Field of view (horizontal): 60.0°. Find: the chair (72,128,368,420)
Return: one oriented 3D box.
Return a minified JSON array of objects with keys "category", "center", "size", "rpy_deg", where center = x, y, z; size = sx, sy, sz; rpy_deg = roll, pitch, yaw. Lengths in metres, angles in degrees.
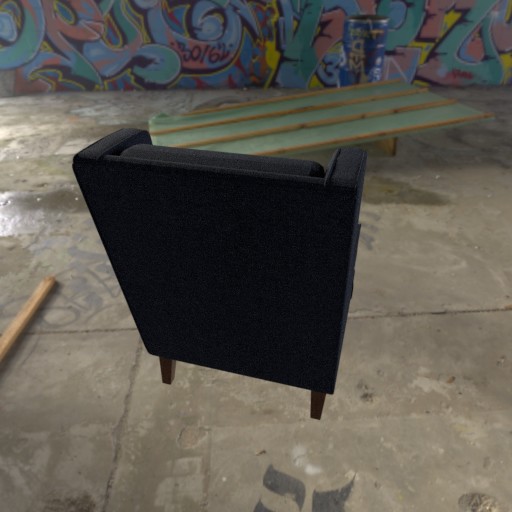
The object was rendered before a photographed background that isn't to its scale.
[{"category":"chair","center":[0.000,0.000,1.745],"size":[0.764,1.072,0.947],"rpy_deg":[9,33,14]}]
